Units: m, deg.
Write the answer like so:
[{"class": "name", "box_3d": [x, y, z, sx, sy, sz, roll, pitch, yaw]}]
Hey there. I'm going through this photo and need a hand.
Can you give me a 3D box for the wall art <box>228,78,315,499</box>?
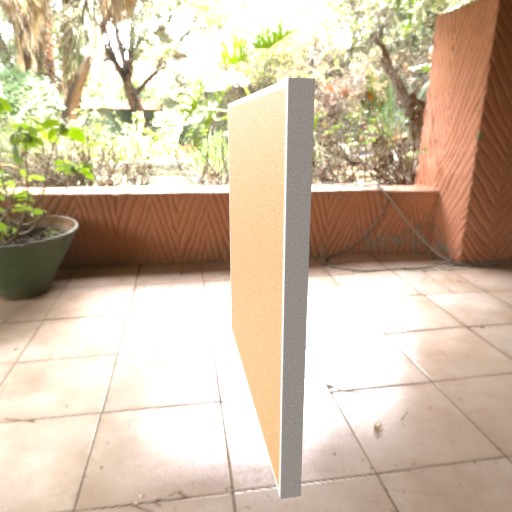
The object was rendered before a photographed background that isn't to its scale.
[{"class": "wall art", "box_3d": [0.000, 0.000, 1.122, 0.041, 0.765, 0.768, -3, 16, -10]}]
